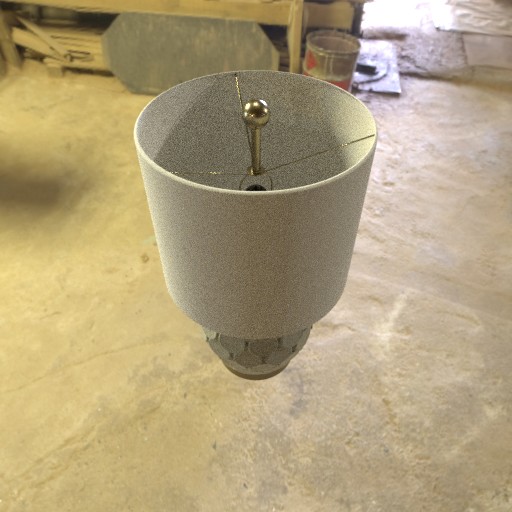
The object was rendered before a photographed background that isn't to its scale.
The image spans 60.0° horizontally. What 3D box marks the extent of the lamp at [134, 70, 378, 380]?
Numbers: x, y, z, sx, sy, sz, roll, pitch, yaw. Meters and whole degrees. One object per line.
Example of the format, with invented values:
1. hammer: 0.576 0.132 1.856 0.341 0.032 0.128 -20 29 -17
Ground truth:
1. lamp: 0.000 0.000 0.613 0.254 0.452 0.254 0 46 0
